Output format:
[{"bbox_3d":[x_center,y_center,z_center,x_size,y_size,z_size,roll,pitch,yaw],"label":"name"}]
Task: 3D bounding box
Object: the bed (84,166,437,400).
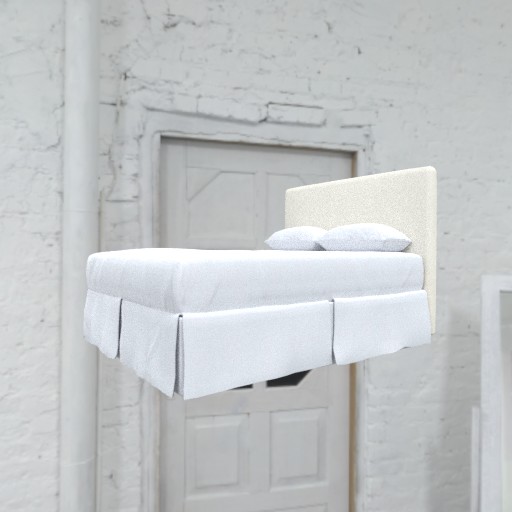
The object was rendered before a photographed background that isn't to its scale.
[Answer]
[{"bbox_3d":[0.000,0.000,3.314,2.142,1.330,1.713,-1,2,-36],"label":"bed"}]
